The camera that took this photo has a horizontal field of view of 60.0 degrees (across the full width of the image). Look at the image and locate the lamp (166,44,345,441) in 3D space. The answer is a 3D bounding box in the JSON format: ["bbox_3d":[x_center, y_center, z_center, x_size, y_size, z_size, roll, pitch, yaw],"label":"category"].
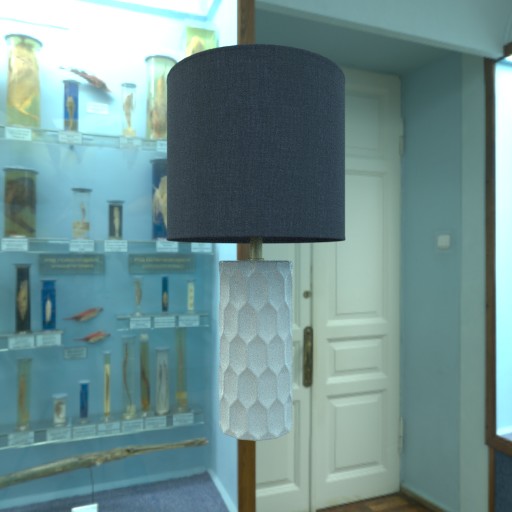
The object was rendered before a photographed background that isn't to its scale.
[{"bbox_3d":[0.000,0.000,0.698,0.277,0.537,0.277,0,0,-18],"label":"lamp"}]
